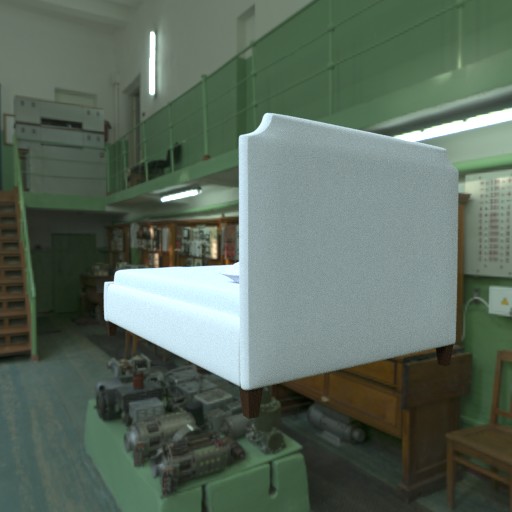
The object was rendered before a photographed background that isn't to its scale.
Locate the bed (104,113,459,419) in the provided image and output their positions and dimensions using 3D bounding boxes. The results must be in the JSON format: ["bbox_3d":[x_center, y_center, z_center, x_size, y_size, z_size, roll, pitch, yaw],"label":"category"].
[{"bbox_3d":[0.000,0.000,3.442,1.712,1.443,2.372,-1,2,-34],"label":"bed"}]
